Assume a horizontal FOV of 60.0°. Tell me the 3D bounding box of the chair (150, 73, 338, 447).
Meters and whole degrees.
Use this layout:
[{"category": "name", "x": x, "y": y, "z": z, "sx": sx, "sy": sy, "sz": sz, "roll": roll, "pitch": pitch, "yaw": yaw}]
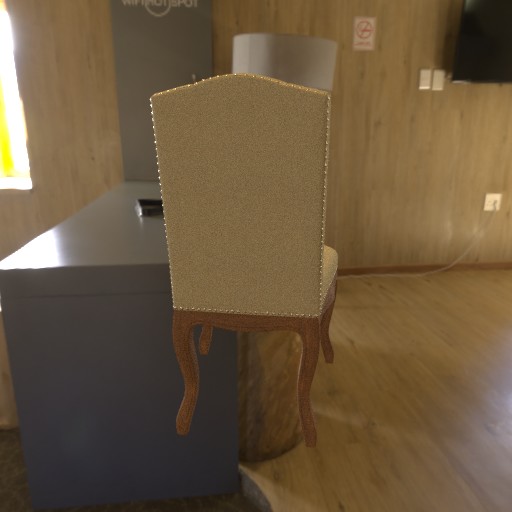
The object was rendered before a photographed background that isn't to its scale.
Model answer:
[{"category": "chair", "x": 0.000, "y": 0.000, "z": 1.599, "sx": 0.623, "sy": 1.165, "sz": 0.715, "roll": 2, "pitch": 17, "yaw": 8}]
